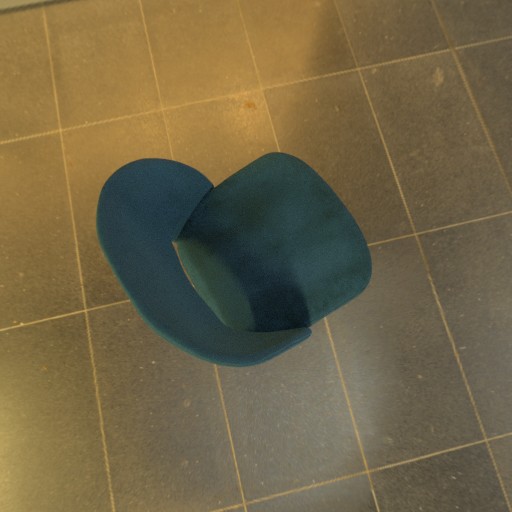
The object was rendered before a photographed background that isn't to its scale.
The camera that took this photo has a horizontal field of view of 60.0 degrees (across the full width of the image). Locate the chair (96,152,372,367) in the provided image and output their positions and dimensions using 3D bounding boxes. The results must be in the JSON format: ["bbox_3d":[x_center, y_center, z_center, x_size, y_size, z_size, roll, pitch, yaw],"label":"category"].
[{"bbox_3d":[0.000,0.000,1.228,0.577,0.860,0.527,-32,78,-8],"label":"chair"}]
